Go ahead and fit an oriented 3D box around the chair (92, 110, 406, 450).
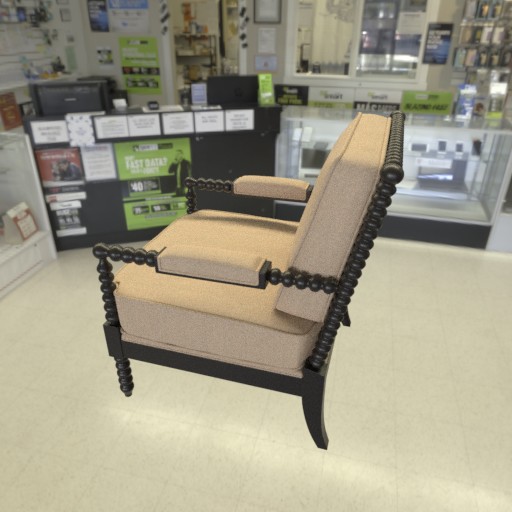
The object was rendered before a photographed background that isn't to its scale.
[{"bbox_3d":[0.000,0.000,1.177,0.657,0.703,0.555,8,30,15],"label":"chair"}]
